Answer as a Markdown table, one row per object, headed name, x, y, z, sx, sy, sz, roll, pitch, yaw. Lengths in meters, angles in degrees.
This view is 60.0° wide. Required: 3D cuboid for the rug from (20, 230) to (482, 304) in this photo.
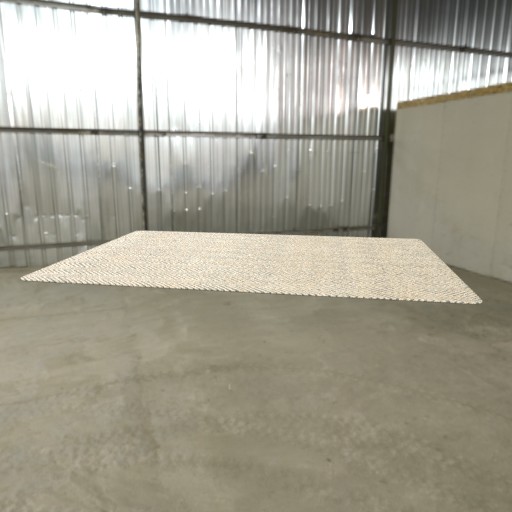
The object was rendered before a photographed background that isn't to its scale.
| name | x | y | z | sx | sy | sz | roll | pitch | yaw |
| --- | --- | --- | --- | --- | --- | --- | --- | --- | --- |
| rug | 0.000 | 0.000 | 2.178 | 1.752 | 0.008 | 1.144 | 2 | 13 | 9 |
